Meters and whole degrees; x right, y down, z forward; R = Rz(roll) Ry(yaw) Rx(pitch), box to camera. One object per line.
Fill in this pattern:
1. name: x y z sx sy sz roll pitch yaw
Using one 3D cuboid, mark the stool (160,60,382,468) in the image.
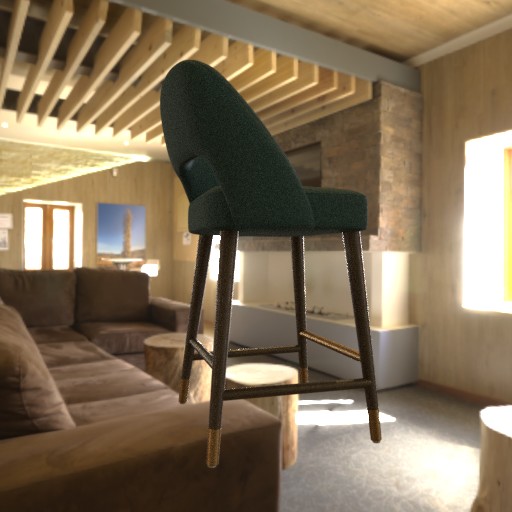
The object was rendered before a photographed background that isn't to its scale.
1. stool: 0.000 0.000 1.247 0.522 0.939 0.536 0 0 -18
